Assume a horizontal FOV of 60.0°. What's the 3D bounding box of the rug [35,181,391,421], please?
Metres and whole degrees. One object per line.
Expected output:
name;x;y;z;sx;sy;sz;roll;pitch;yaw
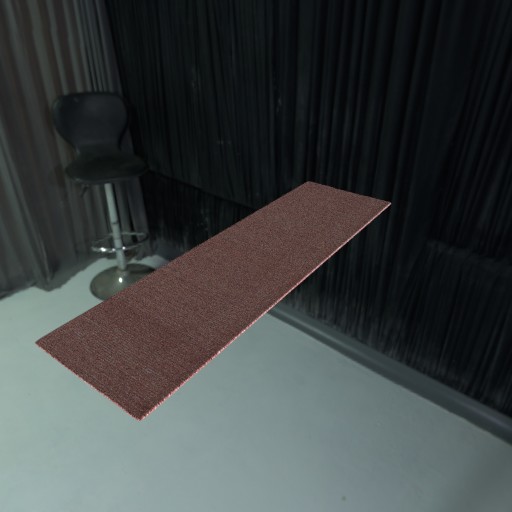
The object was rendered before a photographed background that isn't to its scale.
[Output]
rug;0.000;0.000;2.533;0.687;0.012;2.307;21;37;31
